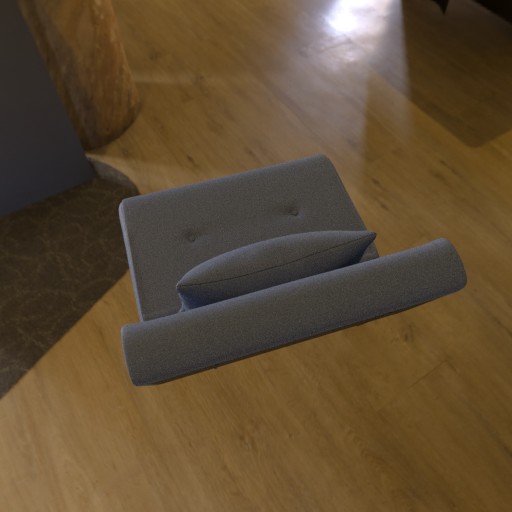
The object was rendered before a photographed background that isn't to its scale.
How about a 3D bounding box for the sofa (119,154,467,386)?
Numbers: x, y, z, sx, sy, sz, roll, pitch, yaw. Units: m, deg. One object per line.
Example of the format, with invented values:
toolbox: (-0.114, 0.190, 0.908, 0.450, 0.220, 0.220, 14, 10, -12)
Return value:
sofa: (0.000, 0.000, 1.766, 0.999, 0.860, 0.996, -15, 59, -9)
